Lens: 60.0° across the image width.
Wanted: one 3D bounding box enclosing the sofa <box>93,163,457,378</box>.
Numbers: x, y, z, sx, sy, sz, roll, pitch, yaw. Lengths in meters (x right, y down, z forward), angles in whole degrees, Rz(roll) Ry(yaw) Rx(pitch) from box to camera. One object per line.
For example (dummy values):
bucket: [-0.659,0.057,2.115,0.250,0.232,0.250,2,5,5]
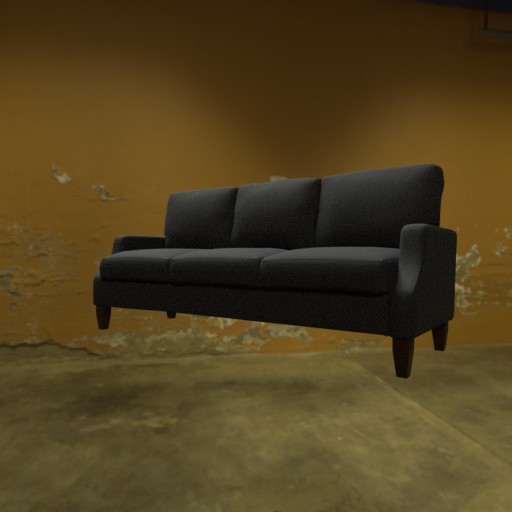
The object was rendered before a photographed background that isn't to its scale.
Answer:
sofa: [0.000,0.000,2.689,2.115,0.984,0.888,0,0,35]
